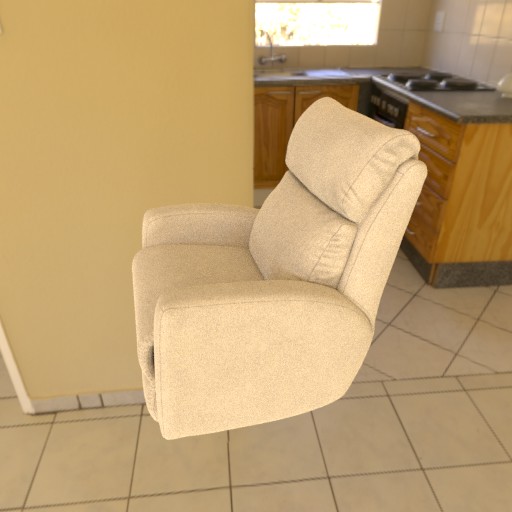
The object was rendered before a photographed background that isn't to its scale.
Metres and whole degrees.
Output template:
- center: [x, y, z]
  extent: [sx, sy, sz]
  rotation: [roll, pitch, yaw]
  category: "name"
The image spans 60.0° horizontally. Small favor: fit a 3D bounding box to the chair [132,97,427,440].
- center: [0.000, 0.000, 1.669]
  extent: [0.940, 1.021, 0.794]
  rotation: [-8, 31, -13]
  category: "chair"
